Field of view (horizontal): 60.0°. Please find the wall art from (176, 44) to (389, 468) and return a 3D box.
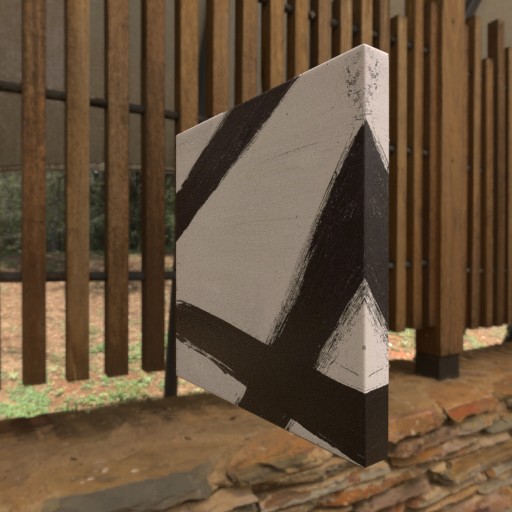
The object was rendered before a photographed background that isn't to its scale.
[{"bbox_3d":[0.000,0.000,0.745,0.050,0.508,0.507,0,0,-36],"label":"wall art"}]
